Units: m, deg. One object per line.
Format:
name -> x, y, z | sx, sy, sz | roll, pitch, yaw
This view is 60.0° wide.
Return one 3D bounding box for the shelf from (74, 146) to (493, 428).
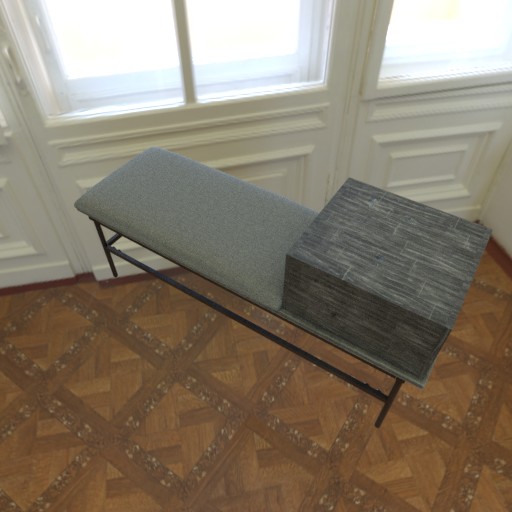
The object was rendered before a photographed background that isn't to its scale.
shelf -> 0.000, 0.000, 1.601 | 1.342, 0.633, 0.457 | 25, 52, 22
